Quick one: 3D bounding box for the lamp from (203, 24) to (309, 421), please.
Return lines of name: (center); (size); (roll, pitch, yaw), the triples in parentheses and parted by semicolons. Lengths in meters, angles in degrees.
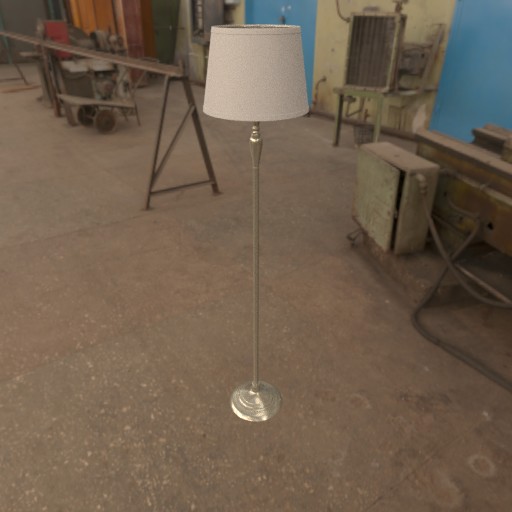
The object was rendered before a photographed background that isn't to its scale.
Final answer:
lamp: (0.000, 0.000, 1.636); (0.327, 1.506, 0.327); (-18, 34, -28)
